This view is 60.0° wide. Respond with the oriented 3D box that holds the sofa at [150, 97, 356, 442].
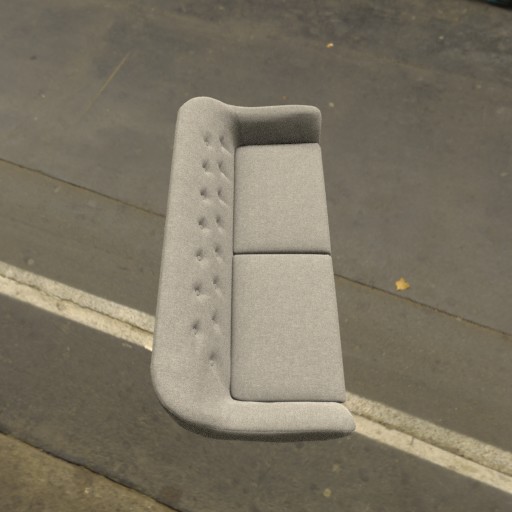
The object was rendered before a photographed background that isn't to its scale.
[{"bbox_3d":[0.000,0.000,2.336,0.820,0.820,1.840,0,62,0],"label":"sofa"}]
